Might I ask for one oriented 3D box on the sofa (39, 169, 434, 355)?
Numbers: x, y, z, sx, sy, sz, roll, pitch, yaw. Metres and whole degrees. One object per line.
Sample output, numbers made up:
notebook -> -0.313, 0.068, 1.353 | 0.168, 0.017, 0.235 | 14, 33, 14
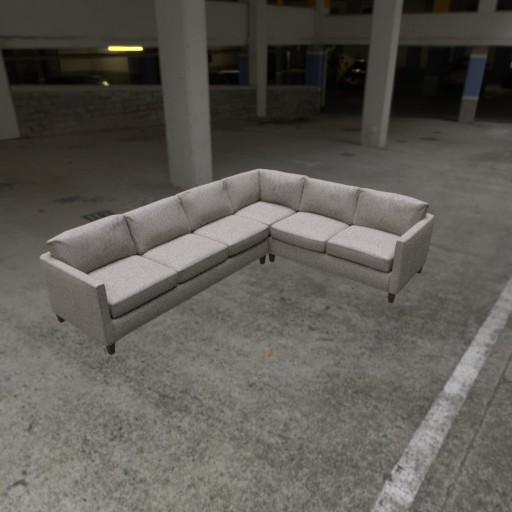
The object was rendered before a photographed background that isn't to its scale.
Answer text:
sofa -> 0.000, 0.000, 4.603 | 2.593, 0.947, 3.302 | 19, 32, 33
